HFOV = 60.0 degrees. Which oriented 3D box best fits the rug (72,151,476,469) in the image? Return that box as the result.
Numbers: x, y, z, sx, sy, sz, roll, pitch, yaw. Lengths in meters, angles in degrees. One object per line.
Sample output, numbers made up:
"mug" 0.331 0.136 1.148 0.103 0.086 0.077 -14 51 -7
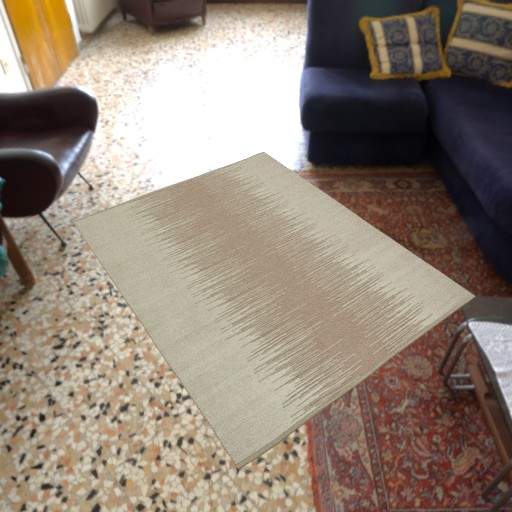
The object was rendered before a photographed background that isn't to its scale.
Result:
"rug" 0.000 0.000 4.146 2.438 0.013 3.048 -26 49 -25
